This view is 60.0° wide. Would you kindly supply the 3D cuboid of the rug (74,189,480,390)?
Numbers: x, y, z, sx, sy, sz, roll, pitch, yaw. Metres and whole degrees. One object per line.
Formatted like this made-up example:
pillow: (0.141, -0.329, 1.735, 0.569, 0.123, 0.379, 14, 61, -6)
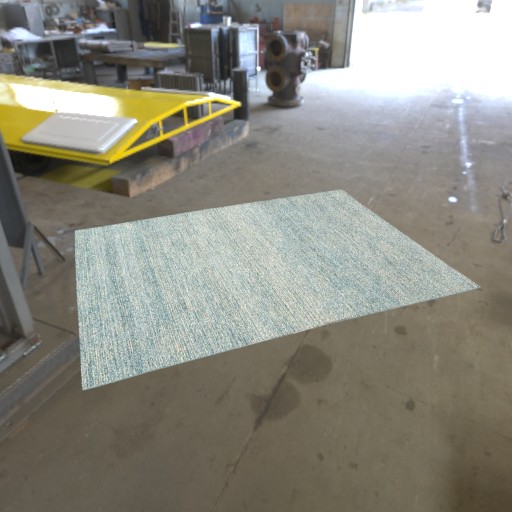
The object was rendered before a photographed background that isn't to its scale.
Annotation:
rug: (0.000, 0.000, 2.947, 2.260, 0.026, 1.611, -11, 33, -17)
